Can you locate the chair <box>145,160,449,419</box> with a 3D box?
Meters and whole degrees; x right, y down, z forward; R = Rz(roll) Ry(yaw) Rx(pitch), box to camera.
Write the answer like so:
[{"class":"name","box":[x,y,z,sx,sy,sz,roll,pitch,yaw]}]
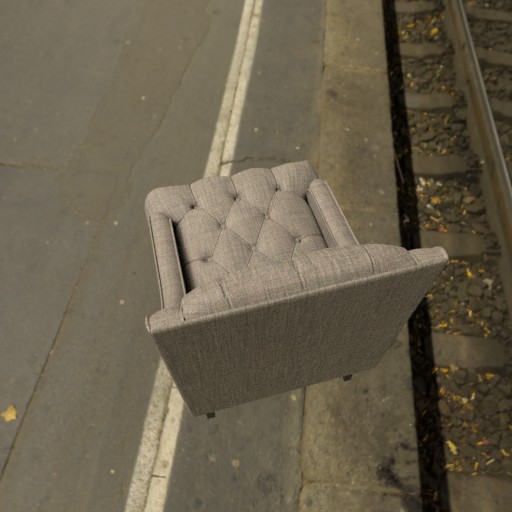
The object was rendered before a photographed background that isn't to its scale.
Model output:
[{"class":"chair","box":[0.000,0.000,1.437,0.655,0.891,0.771,-13,58,-8]}]
